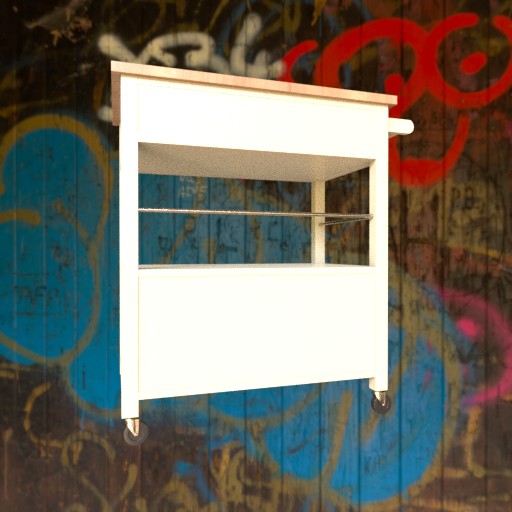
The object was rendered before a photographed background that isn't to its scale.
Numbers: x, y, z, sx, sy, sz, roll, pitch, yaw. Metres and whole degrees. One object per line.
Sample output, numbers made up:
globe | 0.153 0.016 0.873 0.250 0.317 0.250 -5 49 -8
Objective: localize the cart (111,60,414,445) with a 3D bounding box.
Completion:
cart | 0.000 0.000 1.363 0.840 0.901 0.459 0 0 -18
